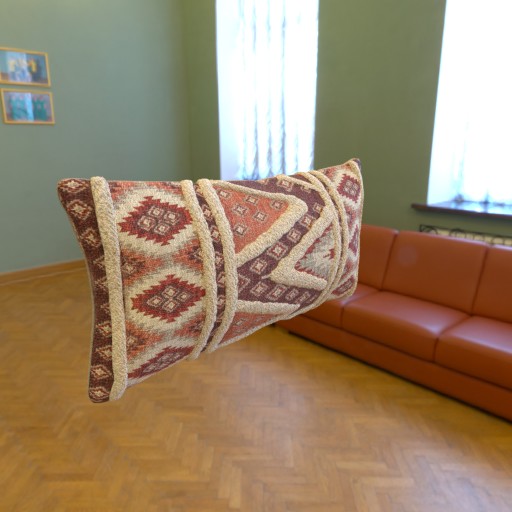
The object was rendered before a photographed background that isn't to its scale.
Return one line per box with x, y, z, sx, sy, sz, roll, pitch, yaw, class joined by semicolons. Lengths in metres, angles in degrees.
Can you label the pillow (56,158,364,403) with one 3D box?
0.000;0.000;0.724;0.161;0.295;0.608;14;20;43;pillow
